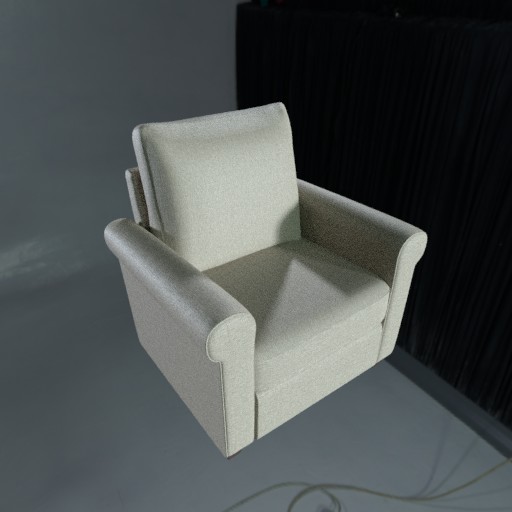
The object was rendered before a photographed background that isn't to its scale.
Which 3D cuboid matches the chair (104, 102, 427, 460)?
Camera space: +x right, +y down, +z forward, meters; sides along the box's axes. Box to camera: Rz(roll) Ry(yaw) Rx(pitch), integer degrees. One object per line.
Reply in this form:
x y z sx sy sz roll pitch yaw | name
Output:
0.000 0.000 2.342 1.275 1.349 1.180 -21 37 -30 | chair
